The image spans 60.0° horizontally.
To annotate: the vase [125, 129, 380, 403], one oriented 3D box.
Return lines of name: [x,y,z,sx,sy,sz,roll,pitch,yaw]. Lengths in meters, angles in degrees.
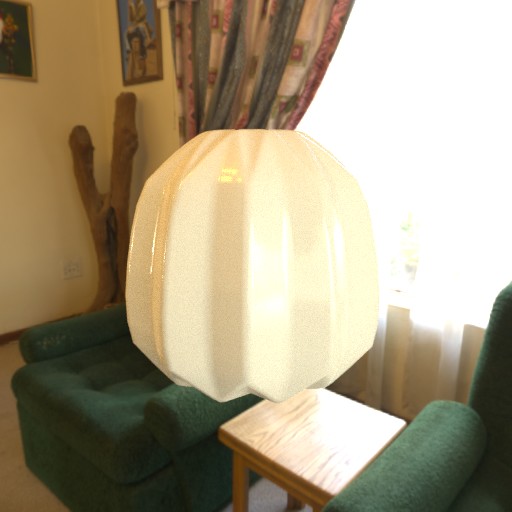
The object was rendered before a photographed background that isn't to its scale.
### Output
vase: [0.000,0.000,0.247,0.139,0.134,0.139,0,13,0]
